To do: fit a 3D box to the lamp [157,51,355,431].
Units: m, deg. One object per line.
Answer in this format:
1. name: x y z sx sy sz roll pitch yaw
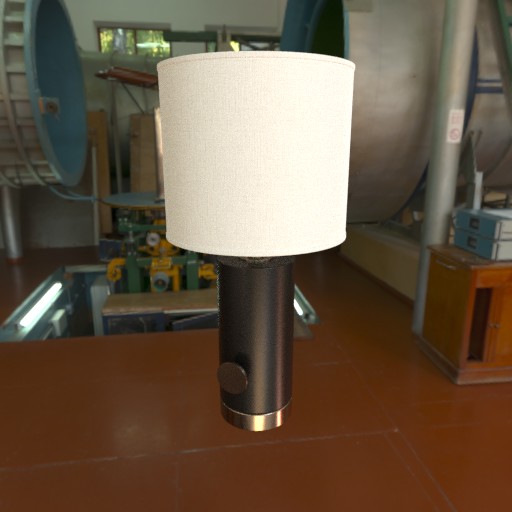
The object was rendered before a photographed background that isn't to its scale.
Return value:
1. lamp: 0.000 0.000 0.613 0.241 0.482 0.240 7 17 25
